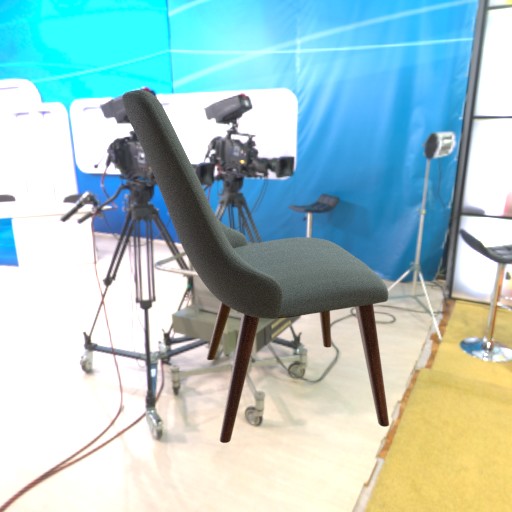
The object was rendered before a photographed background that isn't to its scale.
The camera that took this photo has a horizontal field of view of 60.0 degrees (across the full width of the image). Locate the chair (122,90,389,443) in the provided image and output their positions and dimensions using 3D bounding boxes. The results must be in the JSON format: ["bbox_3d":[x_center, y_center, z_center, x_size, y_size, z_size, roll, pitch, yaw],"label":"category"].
[{"bbox_3d":[0.000,0.000,1.345,0.707,0.918,0.535,-3,16,-9],"label":"chair"}]
